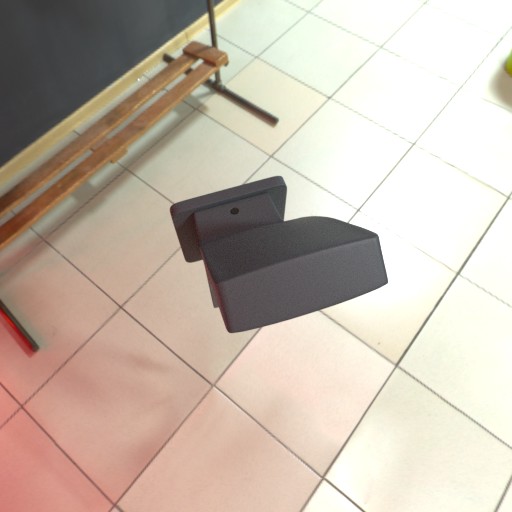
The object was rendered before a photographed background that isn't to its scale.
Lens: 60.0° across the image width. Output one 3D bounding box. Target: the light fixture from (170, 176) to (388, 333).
[{"bbox_3d":[0.000,0.000,0.340,0.108,0.243,0.174,-16,64,-8],"label":"light fixture"}]
